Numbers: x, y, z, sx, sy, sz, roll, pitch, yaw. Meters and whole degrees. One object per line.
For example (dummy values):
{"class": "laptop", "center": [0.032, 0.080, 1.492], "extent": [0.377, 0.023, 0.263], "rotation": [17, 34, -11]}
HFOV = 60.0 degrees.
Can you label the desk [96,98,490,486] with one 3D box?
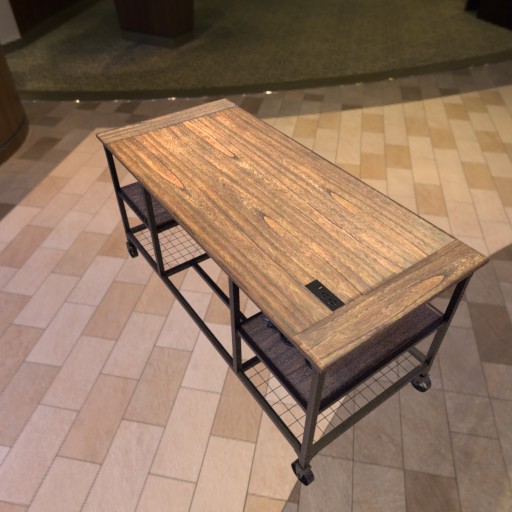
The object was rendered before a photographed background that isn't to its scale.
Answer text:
{"class": "desk", "center": [0.000, 0.000, 1.974], "extent": [0.711, 0.751, 1.590], "rotation": [-25, 48, -26]}
